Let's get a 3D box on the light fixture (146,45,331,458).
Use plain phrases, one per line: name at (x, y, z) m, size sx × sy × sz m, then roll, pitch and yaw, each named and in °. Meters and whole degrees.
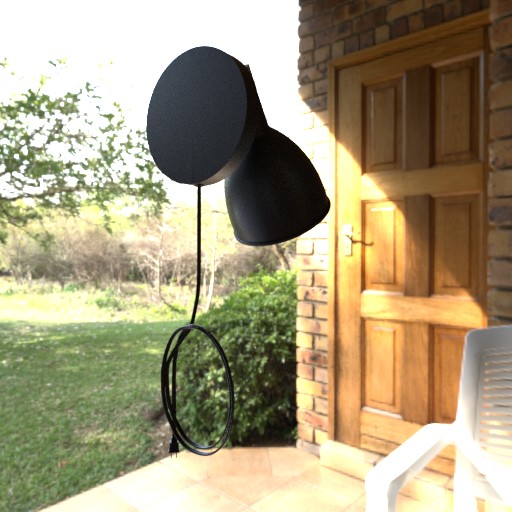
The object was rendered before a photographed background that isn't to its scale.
light fixture at (0.000, 0.000, 0.491) m, size 0.127 × 0.401 × 0.203 m, roll 0°, pitch 1°, yaw 36°
